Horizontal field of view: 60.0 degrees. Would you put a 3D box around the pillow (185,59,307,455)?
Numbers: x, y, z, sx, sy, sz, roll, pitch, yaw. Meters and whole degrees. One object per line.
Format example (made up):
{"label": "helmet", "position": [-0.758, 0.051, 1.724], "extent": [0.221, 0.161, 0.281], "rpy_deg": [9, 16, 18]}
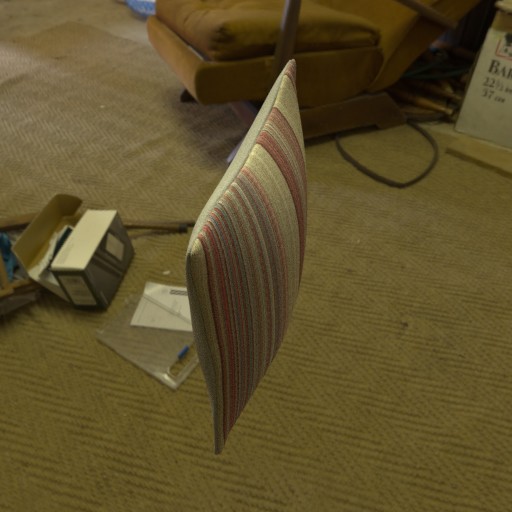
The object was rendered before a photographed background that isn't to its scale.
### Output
{"label": "pillow", "position": [0.000, 0.000, 0.654], "extent": [0.136, 0.419, 0.437], "rpy_deg": [10, 45, 10]}
